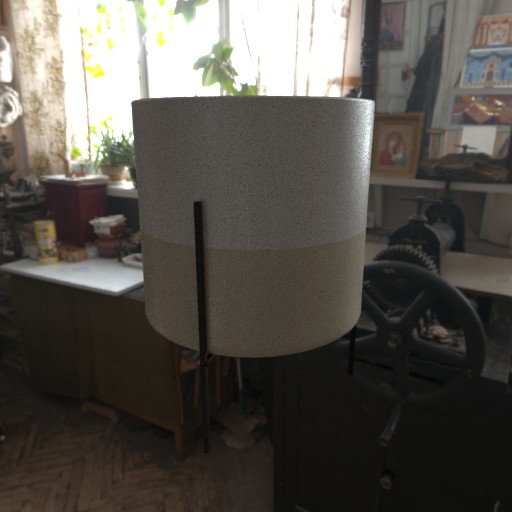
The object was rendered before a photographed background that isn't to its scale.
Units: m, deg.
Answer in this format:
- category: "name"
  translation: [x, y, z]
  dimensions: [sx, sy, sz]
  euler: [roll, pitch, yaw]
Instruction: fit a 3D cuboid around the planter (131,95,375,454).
- category: "planter"
  translation: [0.000, 0.000, 0.735]
  dimensions: [0.368, 0.484, 0.359]
  euler: [-3, 17, -9]
